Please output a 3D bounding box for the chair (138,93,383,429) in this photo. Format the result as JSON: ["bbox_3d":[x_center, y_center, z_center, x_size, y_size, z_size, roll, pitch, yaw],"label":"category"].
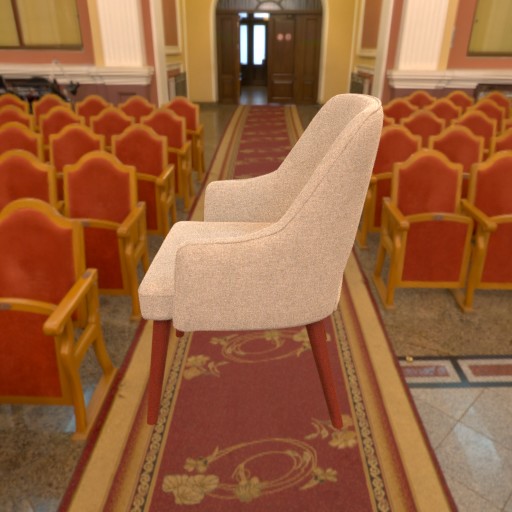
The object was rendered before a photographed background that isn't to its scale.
[{"bbox_3d":[0.000,0.000,1.255,0.605,0.849,0.548,1,25,2],"label":"chair"}]
